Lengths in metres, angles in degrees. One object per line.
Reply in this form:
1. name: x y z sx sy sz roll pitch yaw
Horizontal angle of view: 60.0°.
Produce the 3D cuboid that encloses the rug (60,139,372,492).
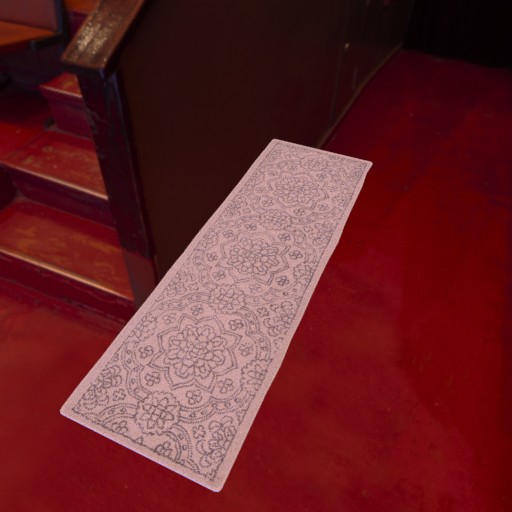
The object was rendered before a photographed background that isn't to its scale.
1. rug: 0.000 0.000 2.586 0.806 0.006 2.431 18 49 17
